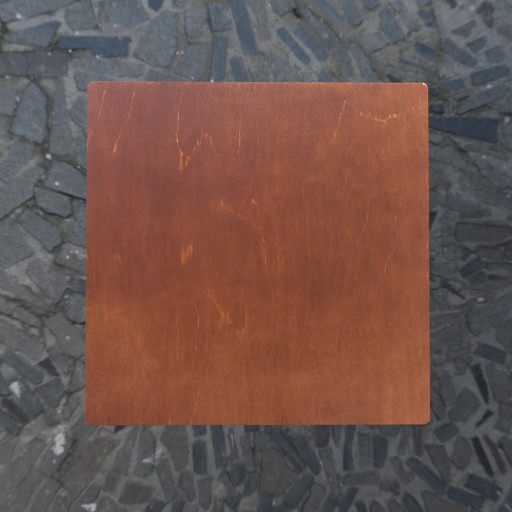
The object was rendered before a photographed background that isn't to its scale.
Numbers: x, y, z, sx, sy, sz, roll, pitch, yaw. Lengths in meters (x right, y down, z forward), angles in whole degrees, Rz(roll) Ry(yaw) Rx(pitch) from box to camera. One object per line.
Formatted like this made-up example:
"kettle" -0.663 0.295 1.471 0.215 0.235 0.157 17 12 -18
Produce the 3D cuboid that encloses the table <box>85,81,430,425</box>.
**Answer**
"table" 0.000 0.000 0.812 0.427 0.520 0.427 0 89 -1
